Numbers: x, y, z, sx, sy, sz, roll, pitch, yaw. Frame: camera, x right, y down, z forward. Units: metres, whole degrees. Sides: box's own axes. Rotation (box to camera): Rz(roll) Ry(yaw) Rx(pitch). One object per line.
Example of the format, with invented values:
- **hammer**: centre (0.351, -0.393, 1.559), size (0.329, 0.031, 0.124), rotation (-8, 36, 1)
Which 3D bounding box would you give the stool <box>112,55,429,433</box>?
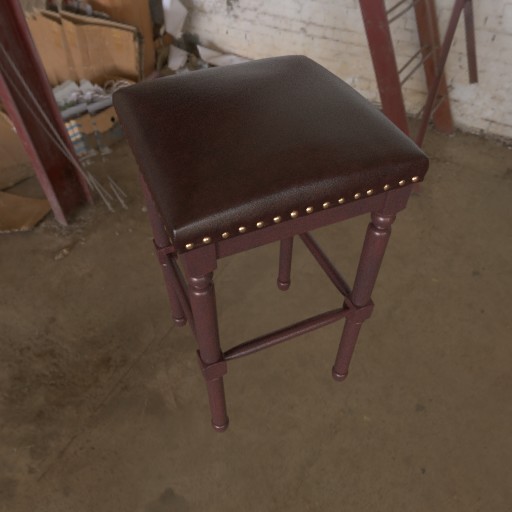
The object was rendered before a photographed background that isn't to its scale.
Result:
- **stool**: centre (0.000, 0.000, 0.910), size (0.382, 0.702, 0.383), rotation (-18, 49, -16)
